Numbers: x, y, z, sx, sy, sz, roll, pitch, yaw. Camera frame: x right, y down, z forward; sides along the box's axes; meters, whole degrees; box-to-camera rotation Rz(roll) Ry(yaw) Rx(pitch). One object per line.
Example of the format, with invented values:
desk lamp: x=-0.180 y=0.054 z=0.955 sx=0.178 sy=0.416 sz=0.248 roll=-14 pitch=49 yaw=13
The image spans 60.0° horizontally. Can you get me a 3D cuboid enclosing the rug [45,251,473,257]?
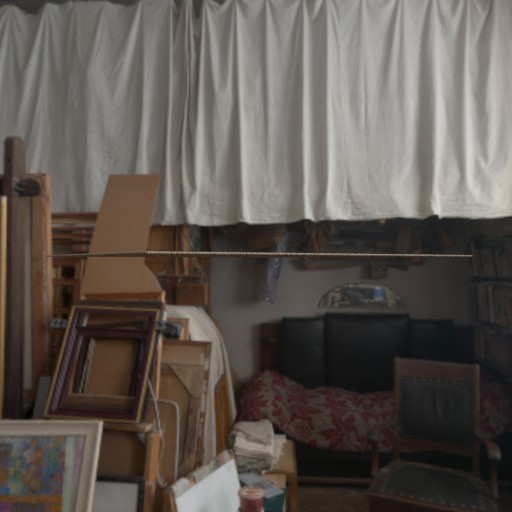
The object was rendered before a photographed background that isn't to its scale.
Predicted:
rug: x=0.000 y=0.000 z=3.978 sx=3.048 sy=0.013 sz=2.439 roll=0 pitch=-1 yaw=-36
